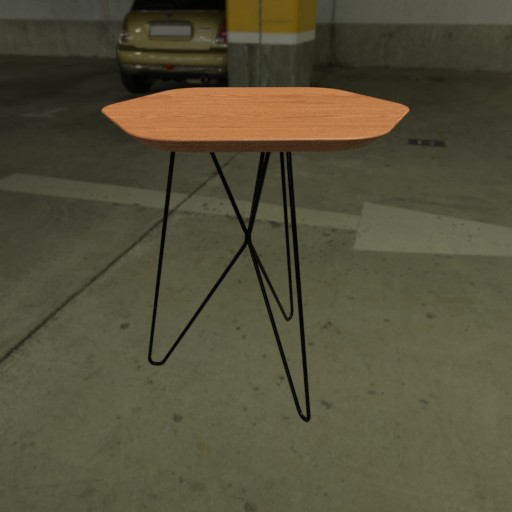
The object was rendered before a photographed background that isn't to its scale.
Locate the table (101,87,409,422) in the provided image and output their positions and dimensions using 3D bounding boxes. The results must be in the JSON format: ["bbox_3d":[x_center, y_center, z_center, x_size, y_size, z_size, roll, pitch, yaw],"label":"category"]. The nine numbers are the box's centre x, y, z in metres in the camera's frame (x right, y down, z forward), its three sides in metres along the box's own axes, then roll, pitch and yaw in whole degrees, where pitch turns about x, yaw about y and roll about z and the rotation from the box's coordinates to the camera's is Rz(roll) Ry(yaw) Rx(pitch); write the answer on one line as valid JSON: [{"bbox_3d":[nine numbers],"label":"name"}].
[{"bbox_3d":[0.000,0.000,0.865,0.500,0.562,0.400,-1,30,-1],"label":"table"}]
